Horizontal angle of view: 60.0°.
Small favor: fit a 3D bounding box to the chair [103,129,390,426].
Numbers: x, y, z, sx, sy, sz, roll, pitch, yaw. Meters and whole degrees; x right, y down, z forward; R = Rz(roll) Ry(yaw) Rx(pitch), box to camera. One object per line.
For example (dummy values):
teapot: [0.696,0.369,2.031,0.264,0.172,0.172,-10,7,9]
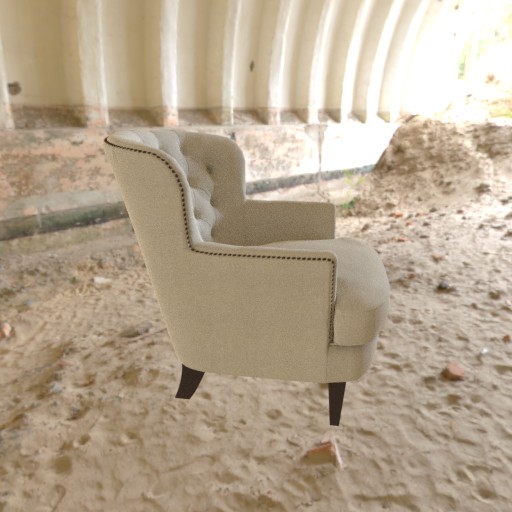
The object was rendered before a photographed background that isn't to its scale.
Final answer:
chair: [0.000,0.000,1.585,0.906,0.868,0.848,3,17,9]
